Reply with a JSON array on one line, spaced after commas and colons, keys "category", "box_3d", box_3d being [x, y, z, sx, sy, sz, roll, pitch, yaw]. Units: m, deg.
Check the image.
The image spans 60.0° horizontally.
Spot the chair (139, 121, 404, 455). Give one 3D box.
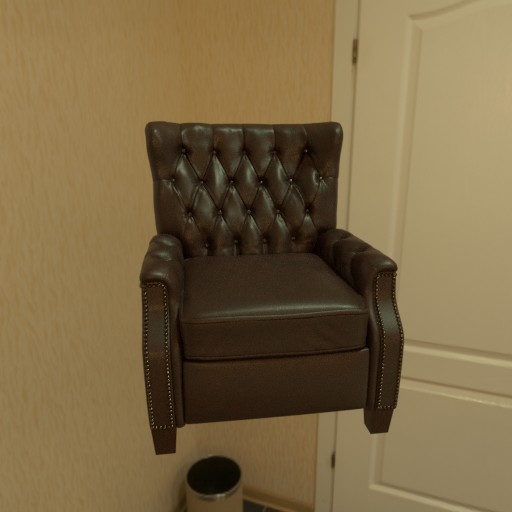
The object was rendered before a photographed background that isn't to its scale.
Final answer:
[{"category": "chair", "box_3d": [0.000, 0.000, 1.459, 0.709, 0.864, 0.823, -2, 16, -8]}]
